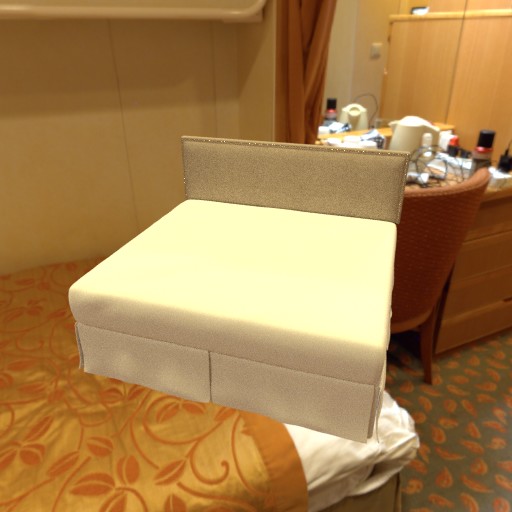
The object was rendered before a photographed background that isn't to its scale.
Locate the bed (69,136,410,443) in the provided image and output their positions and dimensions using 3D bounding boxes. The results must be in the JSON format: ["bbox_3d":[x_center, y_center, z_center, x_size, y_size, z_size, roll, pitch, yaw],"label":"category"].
[{"bbox_3d":[0.000,0.000,3.450,2.170,1.346,1.914,8,28,16],"label":"bed"}]
